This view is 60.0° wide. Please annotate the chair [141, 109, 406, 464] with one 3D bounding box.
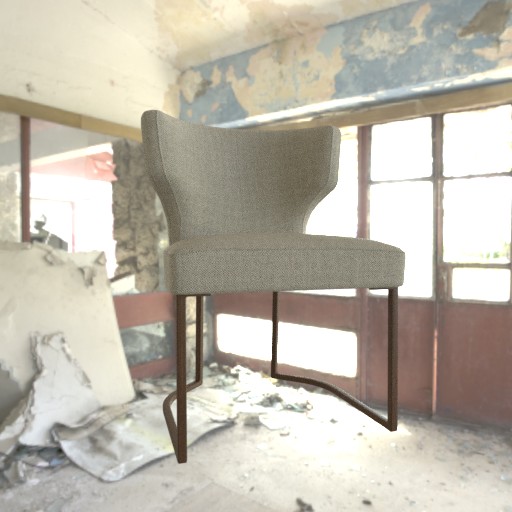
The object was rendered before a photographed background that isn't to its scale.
[{"bbox_3d":[0.000,0.000,1.238,0.611,0.824,0.617,-1,2,-18],"label":"chair"}]
